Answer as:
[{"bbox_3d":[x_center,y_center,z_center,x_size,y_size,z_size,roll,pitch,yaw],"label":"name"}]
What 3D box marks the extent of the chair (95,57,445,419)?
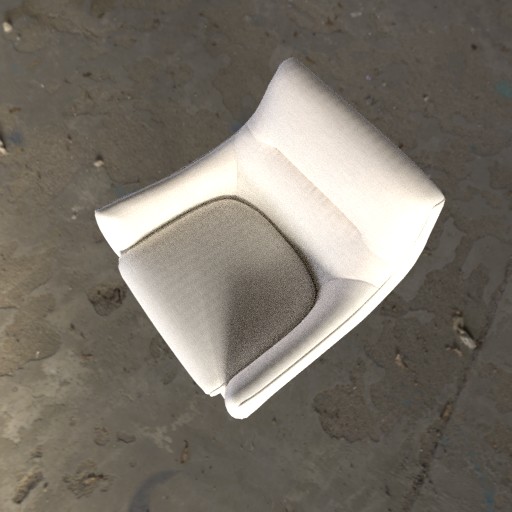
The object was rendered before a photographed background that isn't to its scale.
[{"bbox_3d":[0.000,0.000,1.470,0.787,0.838,0.762,-35,70,-15],"label":"chair"}]
